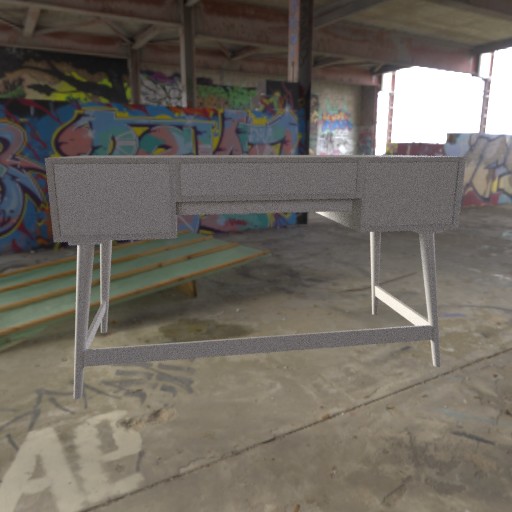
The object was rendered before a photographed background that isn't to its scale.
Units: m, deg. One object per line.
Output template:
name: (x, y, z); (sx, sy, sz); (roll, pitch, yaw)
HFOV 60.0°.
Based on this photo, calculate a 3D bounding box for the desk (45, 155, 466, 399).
desk: (0.000, 0.000, 1.732); (1.313, 0.762, 0.589); (-2, 14, -10)
